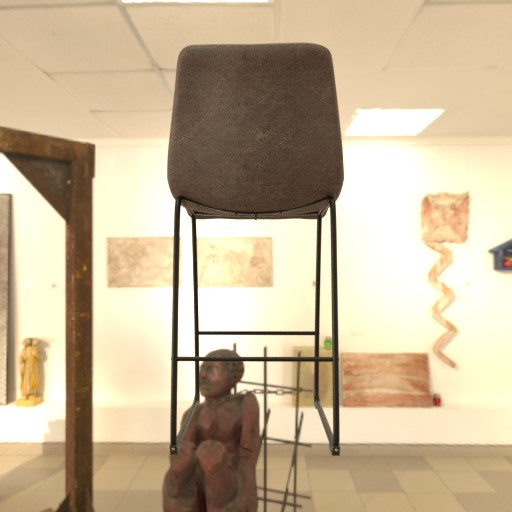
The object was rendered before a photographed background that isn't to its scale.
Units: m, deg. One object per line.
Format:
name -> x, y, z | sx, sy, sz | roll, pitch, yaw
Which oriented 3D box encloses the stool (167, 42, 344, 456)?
stool -> 0.000, 0.000, 1.384 | 0.514, 1.082, 0.561 | 0, 0, 1
